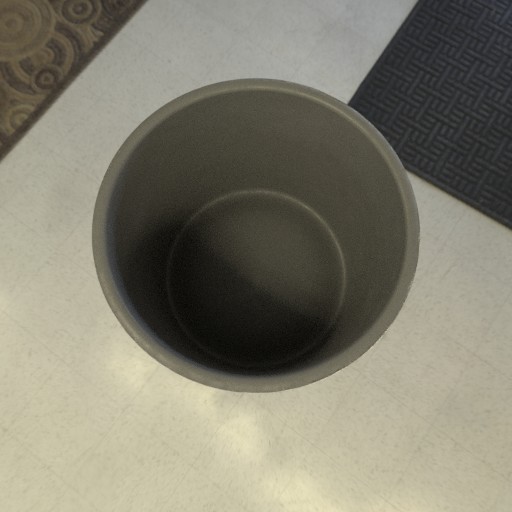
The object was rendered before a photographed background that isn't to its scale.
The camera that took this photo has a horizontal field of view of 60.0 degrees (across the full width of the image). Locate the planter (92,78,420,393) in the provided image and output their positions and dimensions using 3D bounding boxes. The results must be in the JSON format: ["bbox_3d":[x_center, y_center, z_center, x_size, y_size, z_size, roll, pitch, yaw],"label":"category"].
[{"bbox_3d":[0.000,0.000,0.395,0.226,0.201,0.226,0,77,0],"label":"planter"}]
